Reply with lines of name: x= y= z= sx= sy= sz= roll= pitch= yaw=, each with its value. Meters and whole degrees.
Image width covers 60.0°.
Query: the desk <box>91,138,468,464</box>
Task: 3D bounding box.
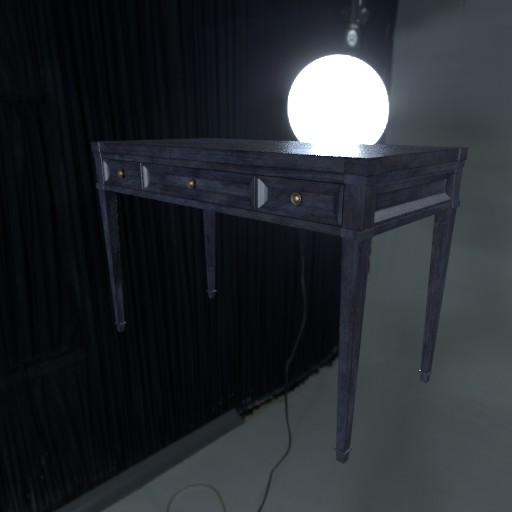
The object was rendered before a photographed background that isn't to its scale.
desk: x=0.000 y=0.000 z=1.757 sx=1.289 sy=0.861 sz=0.630 roll=15 pitch=22 yaw=41
